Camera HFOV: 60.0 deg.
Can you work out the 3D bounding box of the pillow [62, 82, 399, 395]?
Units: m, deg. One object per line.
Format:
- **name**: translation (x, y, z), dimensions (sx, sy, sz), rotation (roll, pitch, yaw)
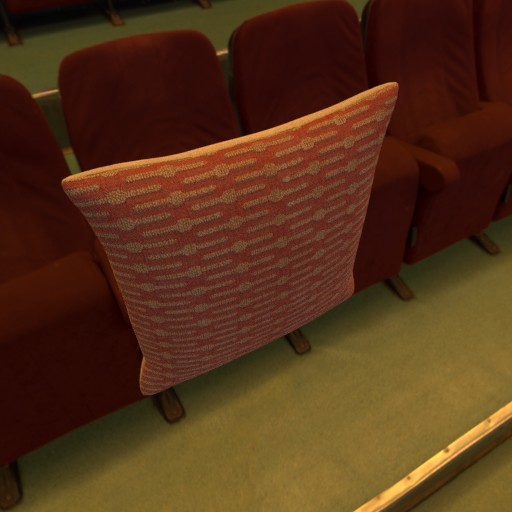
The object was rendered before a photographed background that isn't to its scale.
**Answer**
- **pillow**: translation (0.000, 0.000, 0.765), dimensions (0.511, 0.503, 0.182), rotation (-23, 51, -20)
